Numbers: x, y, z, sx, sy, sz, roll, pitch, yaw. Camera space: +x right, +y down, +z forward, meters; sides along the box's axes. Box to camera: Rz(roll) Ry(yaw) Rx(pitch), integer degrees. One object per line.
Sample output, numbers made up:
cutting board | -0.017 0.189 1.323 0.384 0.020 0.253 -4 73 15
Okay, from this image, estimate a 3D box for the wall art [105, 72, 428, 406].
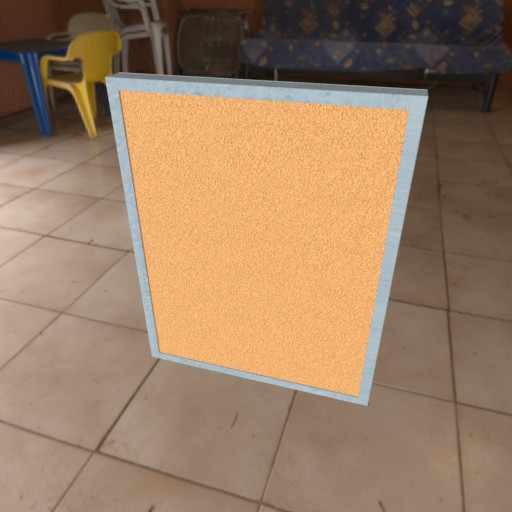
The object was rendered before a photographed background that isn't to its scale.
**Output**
wall art | 0.000 0.000 0.688 0.409 0.509 0.037 9 33 14
